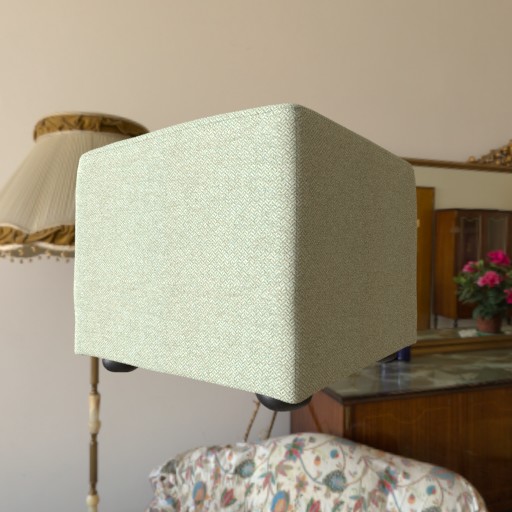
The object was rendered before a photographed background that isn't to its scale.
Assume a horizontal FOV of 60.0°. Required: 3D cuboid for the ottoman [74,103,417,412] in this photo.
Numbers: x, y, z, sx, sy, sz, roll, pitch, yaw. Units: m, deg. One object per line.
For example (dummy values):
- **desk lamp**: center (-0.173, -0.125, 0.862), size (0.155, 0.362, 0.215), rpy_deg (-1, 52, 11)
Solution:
- **ottoman**: center (0.000, 0.000, 0.911), size (0.512, 0.453, 0.521), rpy_deg (0, 0, 36)
